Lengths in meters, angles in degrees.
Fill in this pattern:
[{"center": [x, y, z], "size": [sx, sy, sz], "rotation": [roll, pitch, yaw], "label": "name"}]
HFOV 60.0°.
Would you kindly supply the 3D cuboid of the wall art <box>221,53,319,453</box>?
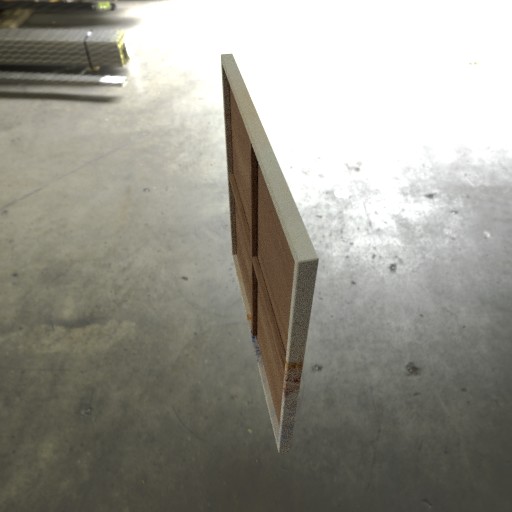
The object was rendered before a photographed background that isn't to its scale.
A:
[{"center": [0.000, 0.000, 1.381], "size": [0.038, 0.889, 0.889], "rotation": [-9, 47, -8], "label": "wall art"}]
